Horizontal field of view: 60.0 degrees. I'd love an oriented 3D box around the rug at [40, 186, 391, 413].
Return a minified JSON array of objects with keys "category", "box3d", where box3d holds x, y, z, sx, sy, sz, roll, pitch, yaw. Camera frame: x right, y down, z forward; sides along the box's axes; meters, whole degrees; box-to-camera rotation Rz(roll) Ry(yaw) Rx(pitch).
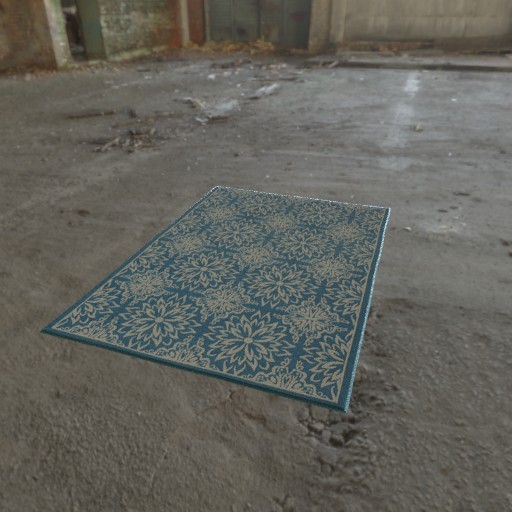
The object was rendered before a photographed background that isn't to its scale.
[{"category":"rug","box3d":[0.000,0.000,2.926,1.554,0.012,2.205,10,31,17]}]
